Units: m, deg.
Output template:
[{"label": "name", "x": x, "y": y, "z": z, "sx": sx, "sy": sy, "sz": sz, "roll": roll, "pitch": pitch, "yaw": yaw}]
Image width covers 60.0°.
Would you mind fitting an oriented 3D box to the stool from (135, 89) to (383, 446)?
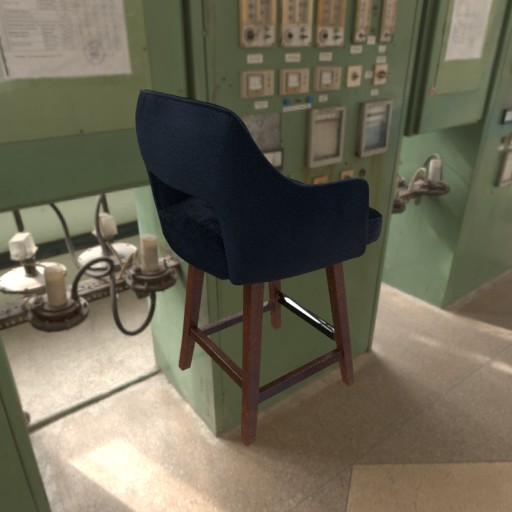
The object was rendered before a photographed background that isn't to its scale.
[{"label": "stool", "x": 0.000, "y": 0.000, "z": 1.302, "sx": 0.560, "sy": 0.940, "sz": 0.550, "roll": -18, "pitch": 31, "yaw": -32}]
